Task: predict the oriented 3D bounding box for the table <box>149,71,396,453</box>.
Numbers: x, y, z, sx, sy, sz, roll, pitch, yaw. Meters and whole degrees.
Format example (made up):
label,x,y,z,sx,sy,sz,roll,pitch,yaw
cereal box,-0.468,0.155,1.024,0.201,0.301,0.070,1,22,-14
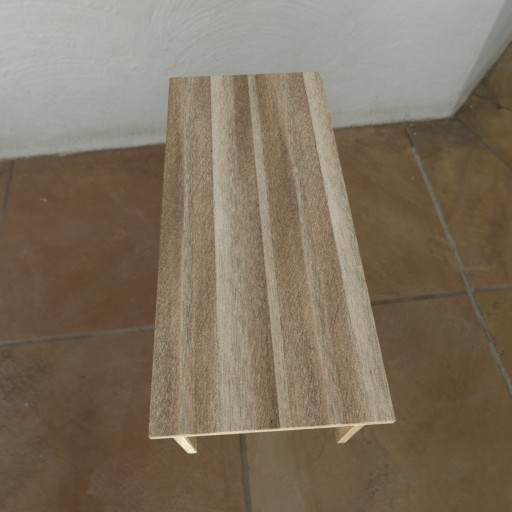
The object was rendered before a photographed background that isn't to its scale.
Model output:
label,x,y,z,sx,sy,sz,roll,pitch,yaw
table,0.000,0.000,1.367,0.493,0.480,1.095,-3,59,-2
